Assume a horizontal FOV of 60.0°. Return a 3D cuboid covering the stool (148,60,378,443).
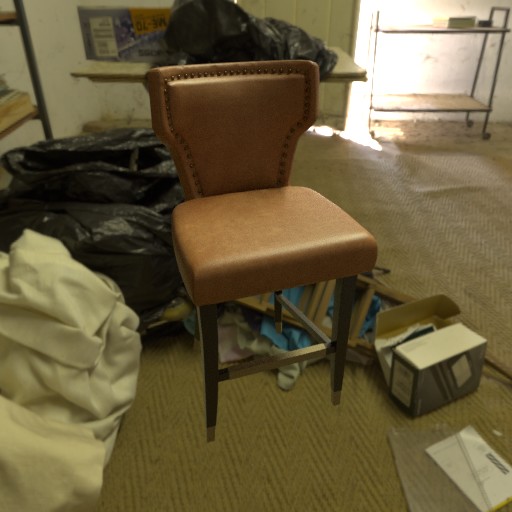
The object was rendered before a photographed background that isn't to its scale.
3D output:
[{"bbox_3d":[0.000,0.000,1.410,0.526,1.092,0.563,-10,33,-16],"label":"stool"}]
